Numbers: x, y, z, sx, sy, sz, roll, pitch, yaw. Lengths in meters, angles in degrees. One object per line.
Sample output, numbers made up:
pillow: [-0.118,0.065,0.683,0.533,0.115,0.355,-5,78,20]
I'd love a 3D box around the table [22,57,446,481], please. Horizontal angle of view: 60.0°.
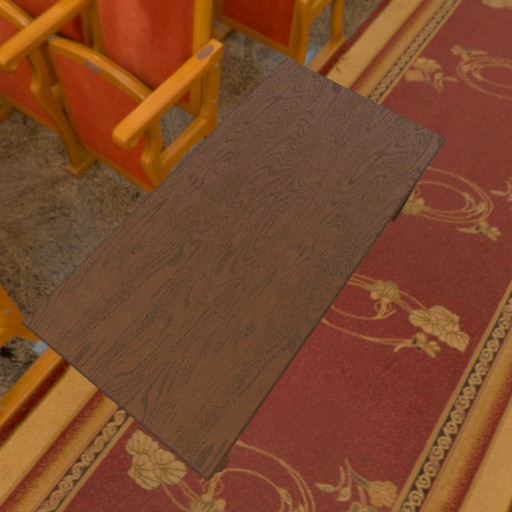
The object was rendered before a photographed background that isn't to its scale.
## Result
table: [0.000,0.000,2.436,1.016,0.762,1.981,33,69,15]
